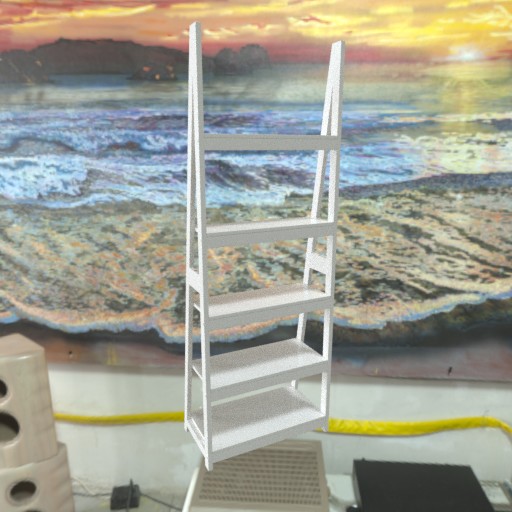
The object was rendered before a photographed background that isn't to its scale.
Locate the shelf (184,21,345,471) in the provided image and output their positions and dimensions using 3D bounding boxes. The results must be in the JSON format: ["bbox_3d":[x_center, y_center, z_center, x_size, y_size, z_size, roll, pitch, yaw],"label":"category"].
[{"bbox_3d":[0.000,0.000,1.998,0.636,1.779,0.341,-7,15,-26],"label":"shelf"}]
